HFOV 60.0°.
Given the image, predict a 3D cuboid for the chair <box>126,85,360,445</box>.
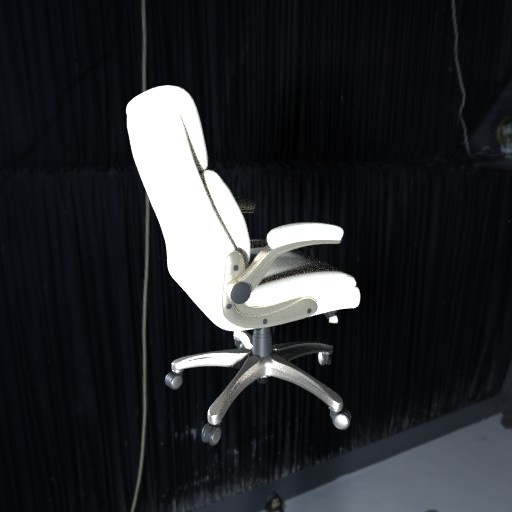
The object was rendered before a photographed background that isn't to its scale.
[{"bbox_3d":[0.000,0.000,1.618,0.794,1.110,0.740,-8,17,-27],"label":"chair"}]
